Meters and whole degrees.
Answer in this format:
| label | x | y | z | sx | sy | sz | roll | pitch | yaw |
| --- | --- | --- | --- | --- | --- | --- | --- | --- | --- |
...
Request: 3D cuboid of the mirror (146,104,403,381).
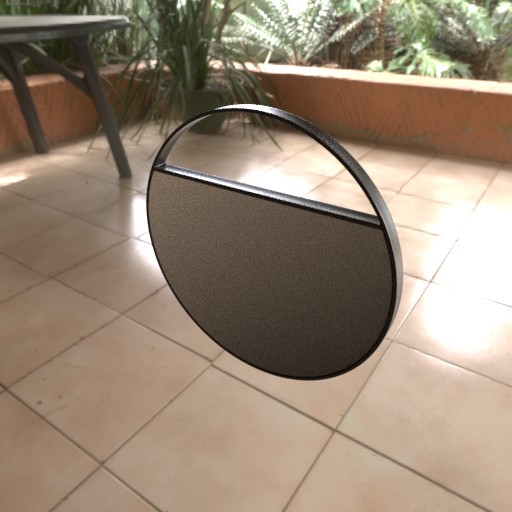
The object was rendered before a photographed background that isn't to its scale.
| label | x | y | z | sx | sy | sz | roll | pitch | yaw |
| --- | --- | --- | --- | --- | --- | --- | --- | --- | --- |
| mirror | 0.000 | 0.000 | 0.869 | 0.565 | 0.565 | 0.032 | 19 | 35 | 29 |
